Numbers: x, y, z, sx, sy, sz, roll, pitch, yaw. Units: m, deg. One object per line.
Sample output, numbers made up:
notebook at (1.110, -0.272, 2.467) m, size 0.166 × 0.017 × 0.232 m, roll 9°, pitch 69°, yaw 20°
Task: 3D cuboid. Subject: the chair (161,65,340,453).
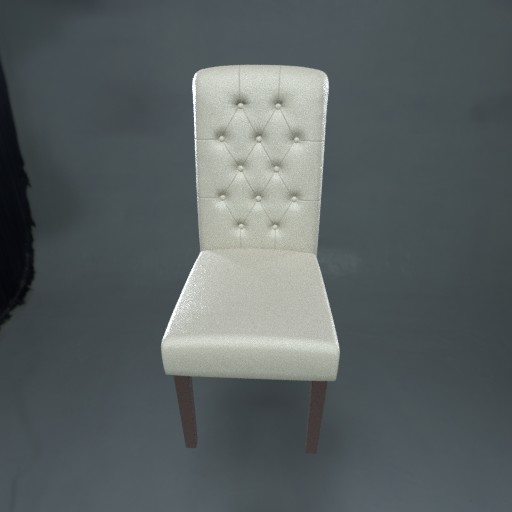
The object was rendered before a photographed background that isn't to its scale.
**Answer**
chair at (0.000, 0.000, 1.364) m, size 0.456 × 1.006 × 0.671 m, roll 2°, pitch 32°, yaw 2°
